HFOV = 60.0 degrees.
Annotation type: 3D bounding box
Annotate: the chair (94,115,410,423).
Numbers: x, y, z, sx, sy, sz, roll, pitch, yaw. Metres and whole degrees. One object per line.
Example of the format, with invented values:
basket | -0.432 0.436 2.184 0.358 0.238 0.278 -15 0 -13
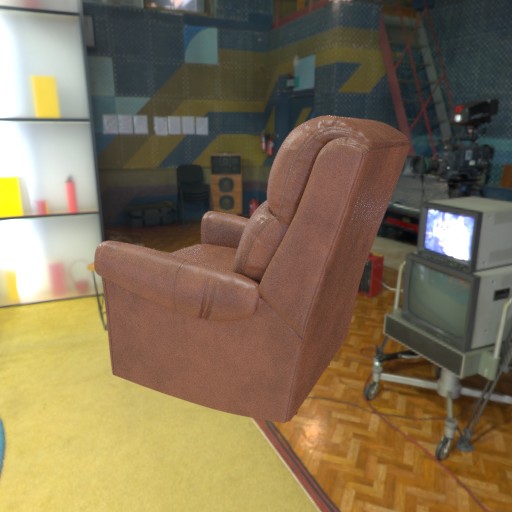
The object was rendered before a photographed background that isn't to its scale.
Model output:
chair | 0.000 0.000 1.779 1.014 1.054 0.838 8 17 25
